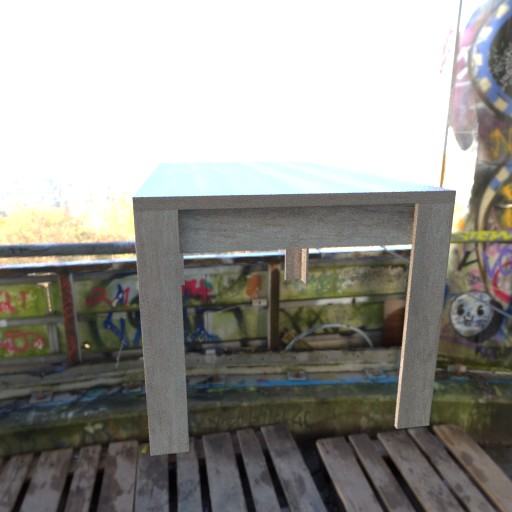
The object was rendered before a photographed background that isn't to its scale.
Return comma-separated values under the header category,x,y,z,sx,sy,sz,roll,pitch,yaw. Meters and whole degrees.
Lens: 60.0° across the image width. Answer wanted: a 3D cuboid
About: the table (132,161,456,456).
category,x,y,z,sx,sy,sz,roll,pitch,yaw
table,0.000,0.000,2.059,0.900,0.775,1.600,-2,15,-9
